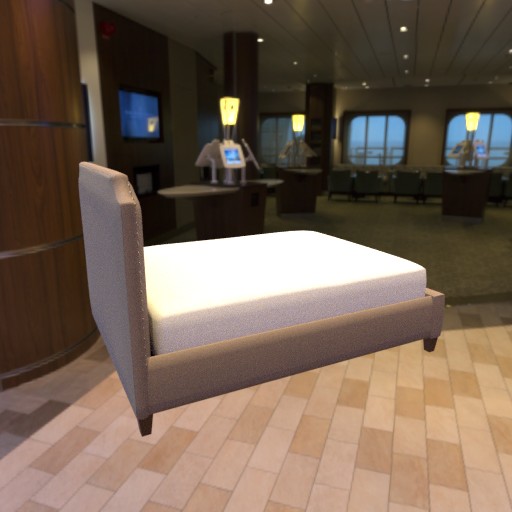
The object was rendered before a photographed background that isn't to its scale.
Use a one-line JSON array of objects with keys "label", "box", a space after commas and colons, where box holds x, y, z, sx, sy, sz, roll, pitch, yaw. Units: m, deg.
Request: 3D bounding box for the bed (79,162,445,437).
[{"label": "bed", "box": [0.000, 0.000, 3.478, 2.372, 1.443, 1.713, -7, 16, -26]}]
